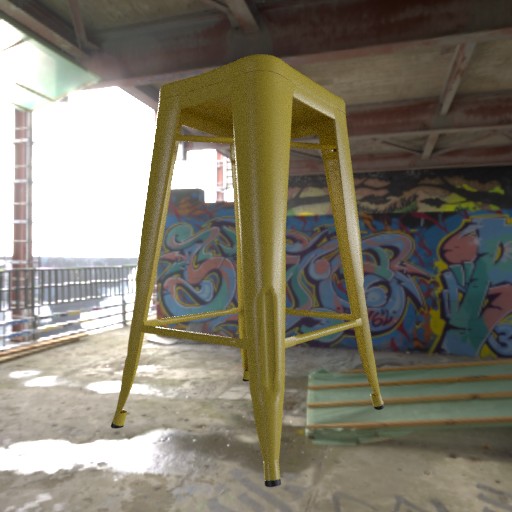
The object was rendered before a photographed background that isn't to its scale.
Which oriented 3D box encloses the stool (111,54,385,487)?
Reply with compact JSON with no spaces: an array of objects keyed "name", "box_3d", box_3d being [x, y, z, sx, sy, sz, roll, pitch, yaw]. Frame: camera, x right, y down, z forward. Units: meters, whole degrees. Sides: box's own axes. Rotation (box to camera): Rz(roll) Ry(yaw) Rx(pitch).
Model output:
[{"name":"stool","box_3d":[0.000,0.000,0.838,0.359,0.609,0.399,0,0,36]}]
